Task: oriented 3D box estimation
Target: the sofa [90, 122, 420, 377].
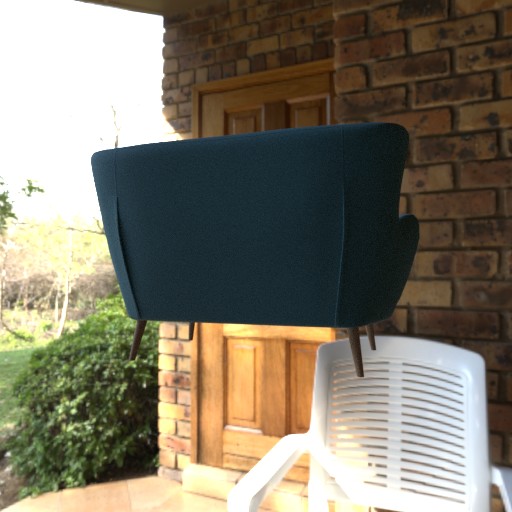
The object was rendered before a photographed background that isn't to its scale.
[{"bbox_3d":[0.000,0.000,1.978,1.397,0.889,0.889,-1,-2,18],"label":"sofa"}]
